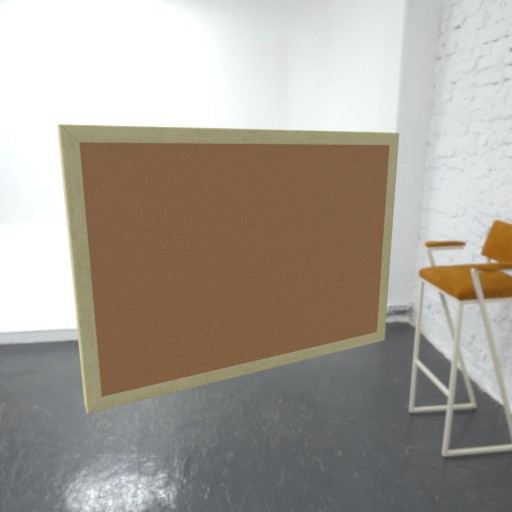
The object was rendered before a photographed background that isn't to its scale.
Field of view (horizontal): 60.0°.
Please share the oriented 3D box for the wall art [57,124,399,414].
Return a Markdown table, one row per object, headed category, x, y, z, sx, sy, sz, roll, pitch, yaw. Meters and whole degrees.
| category | x | y | z | sx | sy | sz | roll | pitch | yaw |
| --- | --- | --- | --- | --- | --- | --- | --- | --- | --- |
| wall art | 0.000 | 0.000 | 0.693 | 0.533 | 0.381 | 0.032 | -7 | 15 | -26 |
